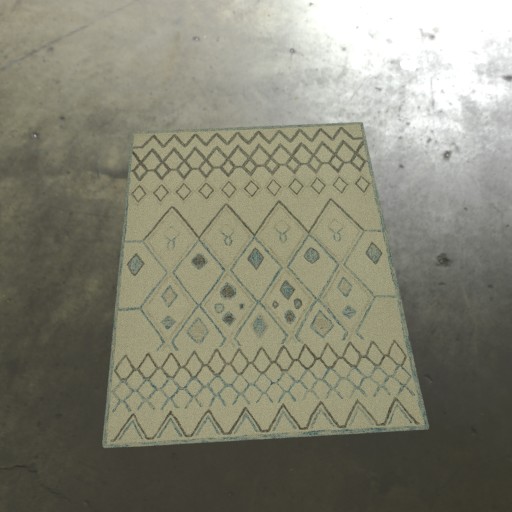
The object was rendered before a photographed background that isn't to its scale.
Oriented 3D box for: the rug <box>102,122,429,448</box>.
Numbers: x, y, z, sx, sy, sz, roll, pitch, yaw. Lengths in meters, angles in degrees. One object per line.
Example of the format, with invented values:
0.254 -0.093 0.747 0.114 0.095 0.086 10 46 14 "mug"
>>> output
0.000 0.000 3.986 2.441 0.013 3.056 -3 63 -1 "rug"
